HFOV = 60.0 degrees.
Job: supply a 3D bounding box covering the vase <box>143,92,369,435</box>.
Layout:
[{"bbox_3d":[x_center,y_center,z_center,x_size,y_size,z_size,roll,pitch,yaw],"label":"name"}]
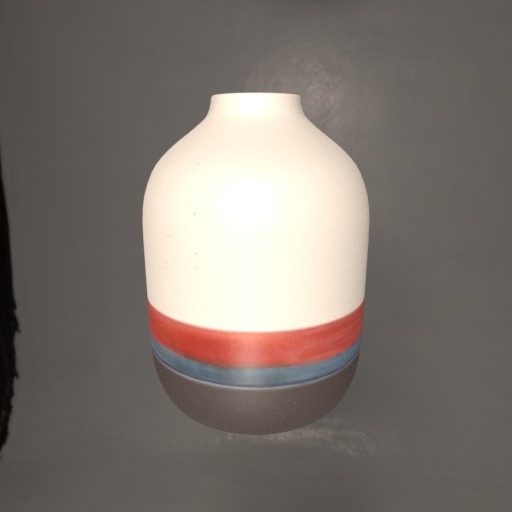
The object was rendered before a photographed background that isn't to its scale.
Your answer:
[{"bbox_3d":[0.000,0.000,0.348,0.169,0.237,0.169,0,16,0],"label":"vase"}]
